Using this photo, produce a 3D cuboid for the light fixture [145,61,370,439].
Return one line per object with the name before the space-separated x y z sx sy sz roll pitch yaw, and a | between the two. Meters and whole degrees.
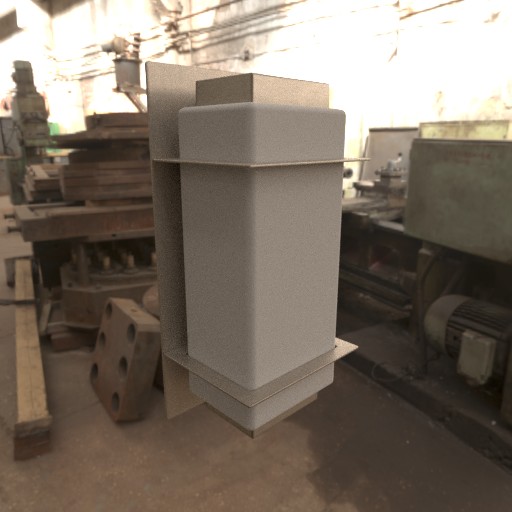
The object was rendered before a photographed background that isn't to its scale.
light fixture | 0.000 0.000 0.472 0.168 0.380 0.160 -14 20 -42
